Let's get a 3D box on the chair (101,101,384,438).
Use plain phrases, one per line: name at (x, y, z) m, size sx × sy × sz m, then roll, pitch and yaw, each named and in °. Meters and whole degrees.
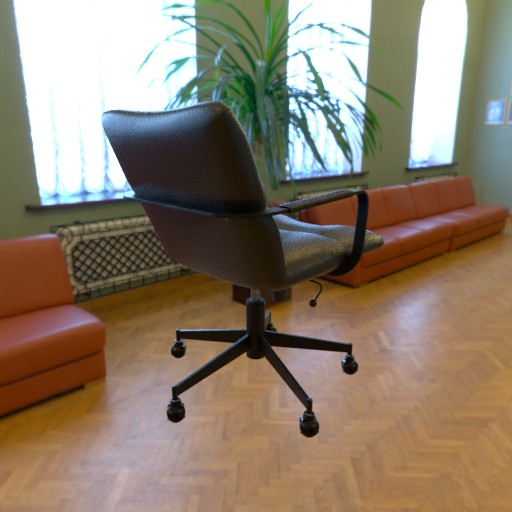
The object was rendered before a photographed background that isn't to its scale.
chair at (0.000, 0.000, 1.472) m, size 0.748 × 0.922 × 0.719 m, roll -14°, pitch 21°, yaw -42°
